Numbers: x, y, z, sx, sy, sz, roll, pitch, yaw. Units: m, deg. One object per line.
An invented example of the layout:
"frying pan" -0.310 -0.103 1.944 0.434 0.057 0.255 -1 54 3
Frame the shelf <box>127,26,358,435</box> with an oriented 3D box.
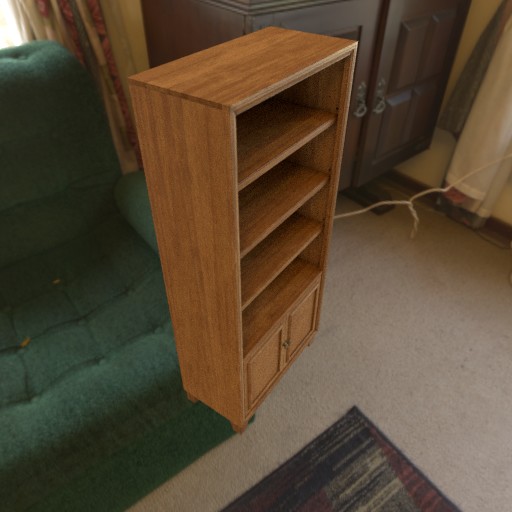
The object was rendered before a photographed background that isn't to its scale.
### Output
"shelf" 0.000 0.000 2.276 0.453 1.930 0.864 24 46 26
